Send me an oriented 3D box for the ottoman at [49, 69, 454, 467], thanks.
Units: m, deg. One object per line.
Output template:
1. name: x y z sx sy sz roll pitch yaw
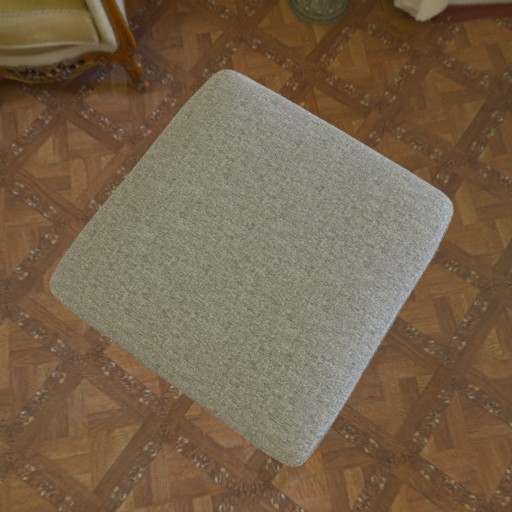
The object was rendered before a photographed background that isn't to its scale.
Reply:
1. ottoman: 0.000 0.000 1.628 1.035 0.526 1.039 33 78 8
